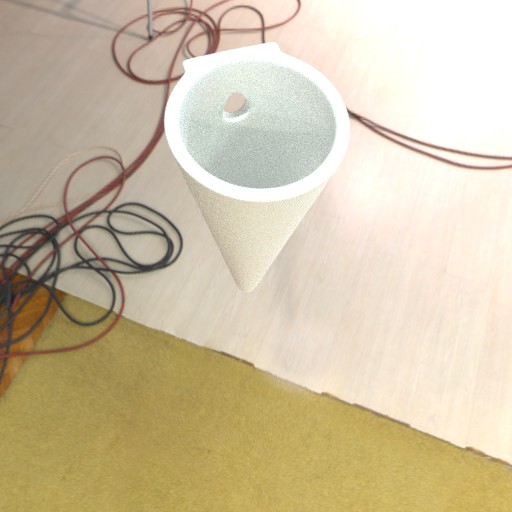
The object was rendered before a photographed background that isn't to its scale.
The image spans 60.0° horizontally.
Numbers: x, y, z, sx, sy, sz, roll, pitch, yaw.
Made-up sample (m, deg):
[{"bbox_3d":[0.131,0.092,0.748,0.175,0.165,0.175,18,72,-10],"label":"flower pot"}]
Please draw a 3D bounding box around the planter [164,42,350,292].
[{"bbox_3d":[0.000,0.000,0.224,0.057,0.193,0.064,-15,64,-8],"label":"planter"}]
